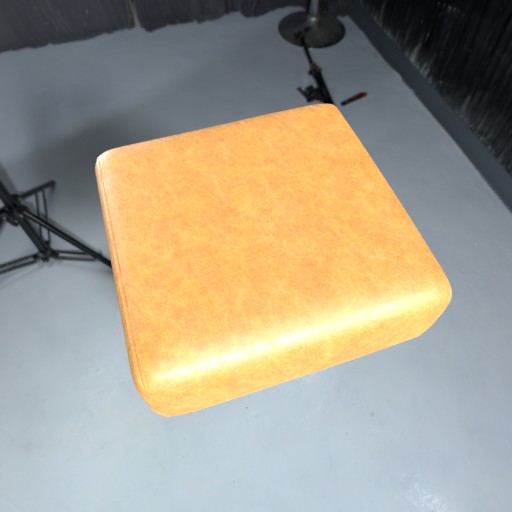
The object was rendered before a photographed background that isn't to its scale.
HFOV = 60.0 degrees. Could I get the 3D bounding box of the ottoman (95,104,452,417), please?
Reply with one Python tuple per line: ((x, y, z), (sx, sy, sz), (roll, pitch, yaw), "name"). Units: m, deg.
((0.000, 0.000, 1.116), (0.650, 0.399, 0.650), (-15, 58, -10), "ottoman")
